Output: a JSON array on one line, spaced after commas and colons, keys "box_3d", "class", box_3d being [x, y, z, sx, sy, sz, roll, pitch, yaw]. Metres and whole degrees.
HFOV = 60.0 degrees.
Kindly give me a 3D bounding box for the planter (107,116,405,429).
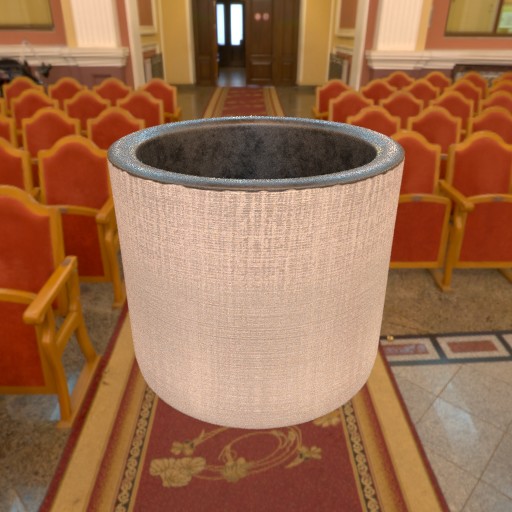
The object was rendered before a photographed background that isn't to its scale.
[{"box_3d": [0.000, 0.000, 0.216, 0.125, 0.112, 0.125, 0, 27, 0], "class": "planter"}]
